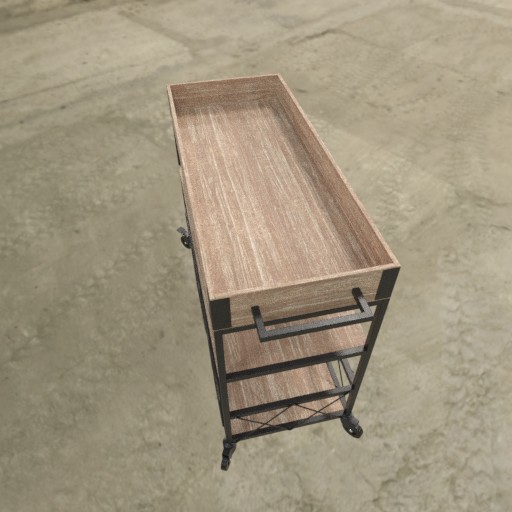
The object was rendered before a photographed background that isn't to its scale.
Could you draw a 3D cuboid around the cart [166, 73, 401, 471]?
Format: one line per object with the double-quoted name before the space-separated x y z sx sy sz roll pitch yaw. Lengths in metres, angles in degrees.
"cart" 0.000 0.000 1.485 0.500 0.787 1.101 -9 46 -9
